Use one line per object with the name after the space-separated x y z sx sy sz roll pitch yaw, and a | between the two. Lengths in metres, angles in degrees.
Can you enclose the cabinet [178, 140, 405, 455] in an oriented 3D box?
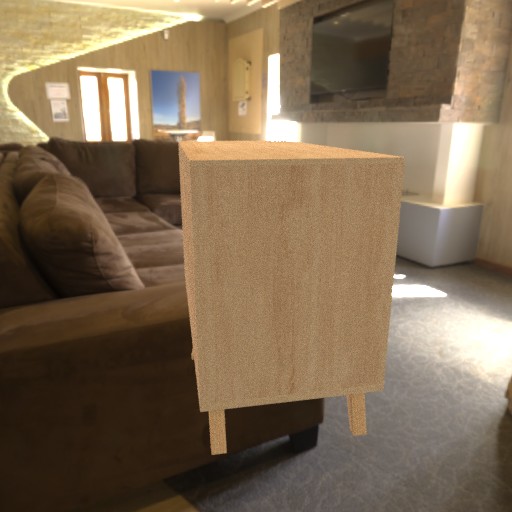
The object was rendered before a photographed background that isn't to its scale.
0.000 0.000 1.626 0.500 0.780 1.110 -3 17 -10 | cabinet
